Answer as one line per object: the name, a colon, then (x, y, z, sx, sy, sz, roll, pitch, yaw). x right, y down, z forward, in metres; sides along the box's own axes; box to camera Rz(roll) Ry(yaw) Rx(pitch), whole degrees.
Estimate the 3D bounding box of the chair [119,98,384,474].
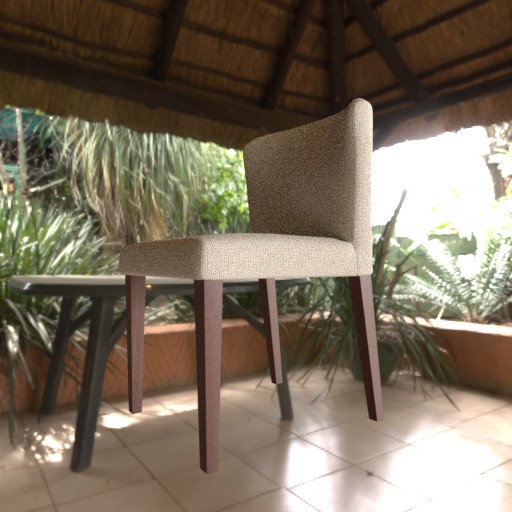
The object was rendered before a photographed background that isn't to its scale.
chair: (0.000, 0.000, 1.178, 0.589, 0.839, 0.491, 1, -1, -35)
